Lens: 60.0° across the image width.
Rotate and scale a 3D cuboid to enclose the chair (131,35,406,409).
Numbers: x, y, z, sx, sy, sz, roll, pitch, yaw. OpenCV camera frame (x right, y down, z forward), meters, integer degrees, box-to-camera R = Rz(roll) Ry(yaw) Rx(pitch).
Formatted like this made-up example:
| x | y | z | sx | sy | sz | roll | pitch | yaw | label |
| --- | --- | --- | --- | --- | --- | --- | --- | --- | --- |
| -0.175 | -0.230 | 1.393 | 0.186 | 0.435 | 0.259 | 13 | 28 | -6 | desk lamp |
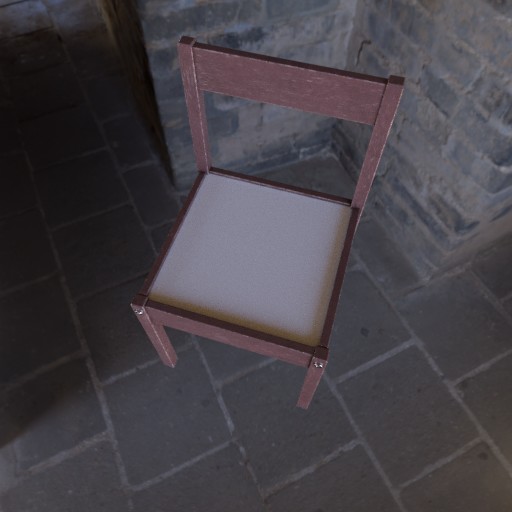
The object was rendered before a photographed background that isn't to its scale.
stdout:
| x | y | z | sx | sy | sz | roll | pitch | yaw | label |
| --- | --- | --- | --- | --- | --- | --- | --- | --- | --- |
| 0.000 | 0.000 | 0.688 | 0.285 | 0.505 | 0.285 | 15 | 60 | 9 | chair |
